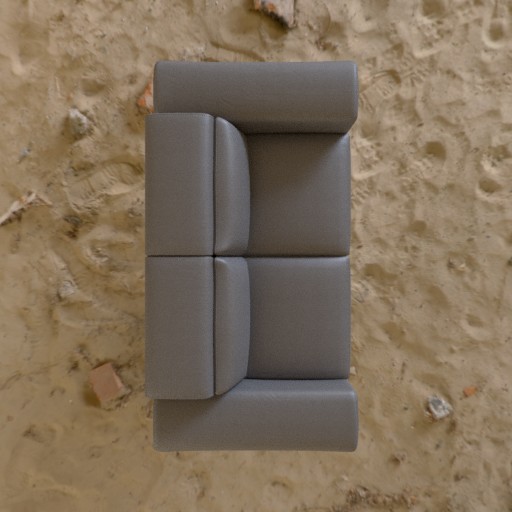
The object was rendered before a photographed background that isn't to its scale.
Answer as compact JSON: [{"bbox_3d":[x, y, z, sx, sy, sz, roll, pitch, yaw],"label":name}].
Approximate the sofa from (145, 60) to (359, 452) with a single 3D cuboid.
[{"bbox_3d":[0.000,0.000,2.358,1.024,0.753,1.930,0,90,0],"label":"sofa"}]
